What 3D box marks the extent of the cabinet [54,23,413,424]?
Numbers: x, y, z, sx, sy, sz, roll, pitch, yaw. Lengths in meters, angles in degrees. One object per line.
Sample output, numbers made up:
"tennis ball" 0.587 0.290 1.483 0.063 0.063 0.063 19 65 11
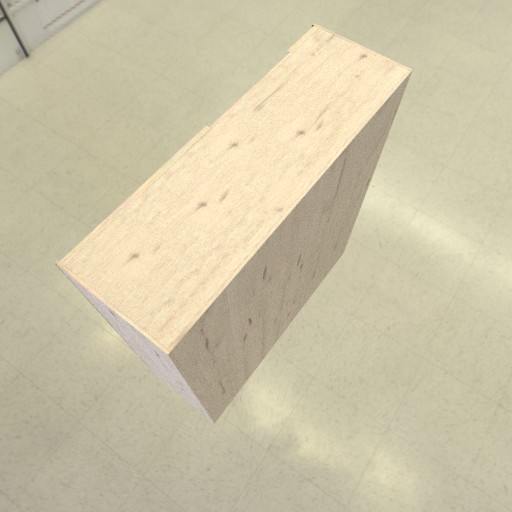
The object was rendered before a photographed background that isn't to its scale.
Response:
"cabinet" 0.000 0.000 3.147 0.660 2.180 2.000 34 68 16
